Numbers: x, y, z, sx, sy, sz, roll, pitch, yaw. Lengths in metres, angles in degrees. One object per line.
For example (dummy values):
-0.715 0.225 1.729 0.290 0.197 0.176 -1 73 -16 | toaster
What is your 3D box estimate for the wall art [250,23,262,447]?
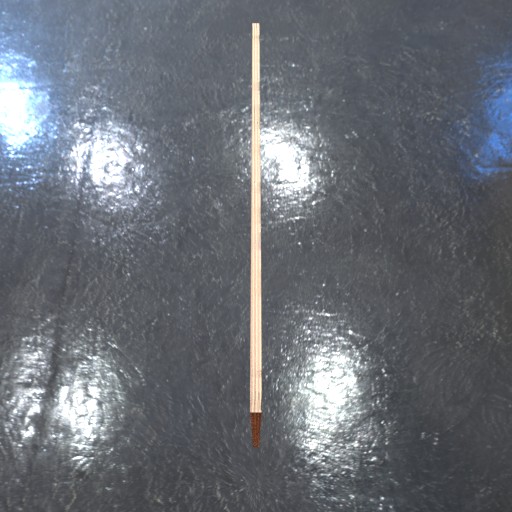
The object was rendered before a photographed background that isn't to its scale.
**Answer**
0.000 0.000 0.673 0.010 0.408 0.508 0 63 0 | wall art
